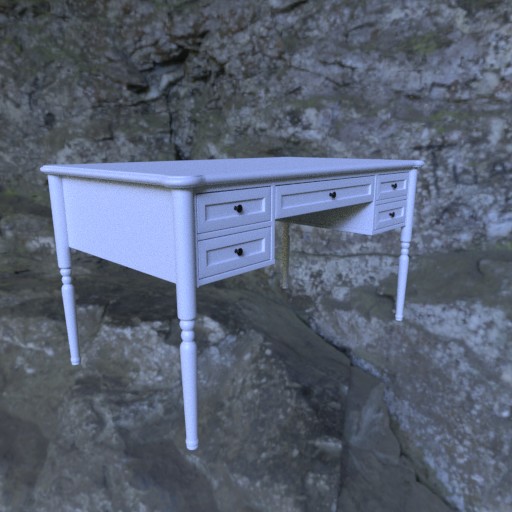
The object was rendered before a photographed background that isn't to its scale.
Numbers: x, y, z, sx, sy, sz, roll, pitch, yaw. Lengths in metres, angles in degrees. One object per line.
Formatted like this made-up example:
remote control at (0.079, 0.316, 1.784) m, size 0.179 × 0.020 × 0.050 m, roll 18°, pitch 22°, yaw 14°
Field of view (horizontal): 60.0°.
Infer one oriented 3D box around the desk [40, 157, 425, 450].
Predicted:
desk at (0.000, 0.000, 1.842) m, size 0.807 × 0.762 × 1.380 m, roll 13°, pitch 19°, yaw 42°
